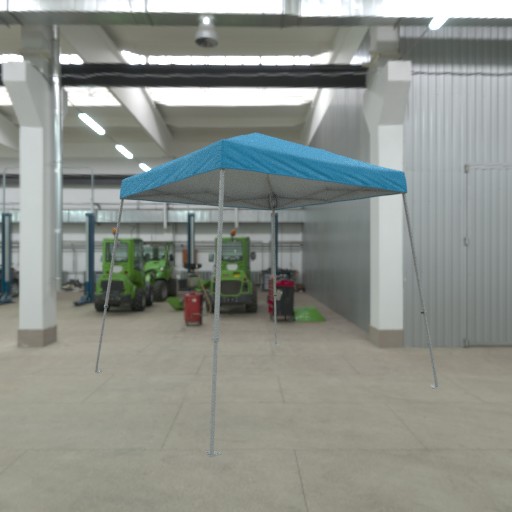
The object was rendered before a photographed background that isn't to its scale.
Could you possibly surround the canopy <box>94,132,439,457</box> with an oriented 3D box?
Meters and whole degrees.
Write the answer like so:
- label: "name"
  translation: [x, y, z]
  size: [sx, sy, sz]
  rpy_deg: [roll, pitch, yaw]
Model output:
- label: "canopy"
  translation: [0.000, 0.000, 5.128]
  size: [2.850, 2.850, 2.849]
  rpy_deg: [0, 0, -36]
